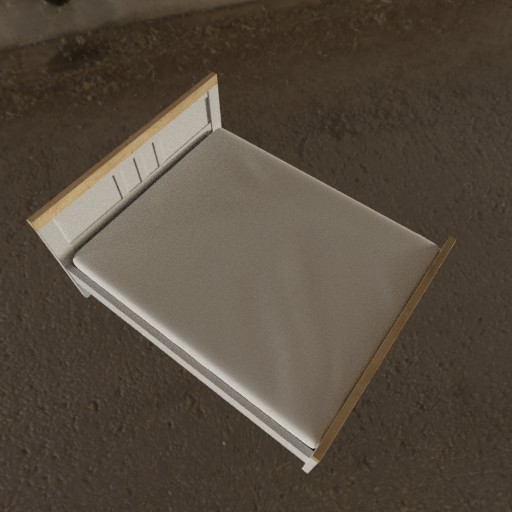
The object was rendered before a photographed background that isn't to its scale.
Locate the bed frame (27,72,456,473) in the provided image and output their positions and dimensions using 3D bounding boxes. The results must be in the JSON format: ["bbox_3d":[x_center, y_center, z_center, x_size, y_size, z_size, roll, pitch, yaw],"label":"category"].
[{"bbox_3d":[0.000,0.000,2.994,2.050,0.980,1.670,33,64,18],"label":"bed frame"}]
